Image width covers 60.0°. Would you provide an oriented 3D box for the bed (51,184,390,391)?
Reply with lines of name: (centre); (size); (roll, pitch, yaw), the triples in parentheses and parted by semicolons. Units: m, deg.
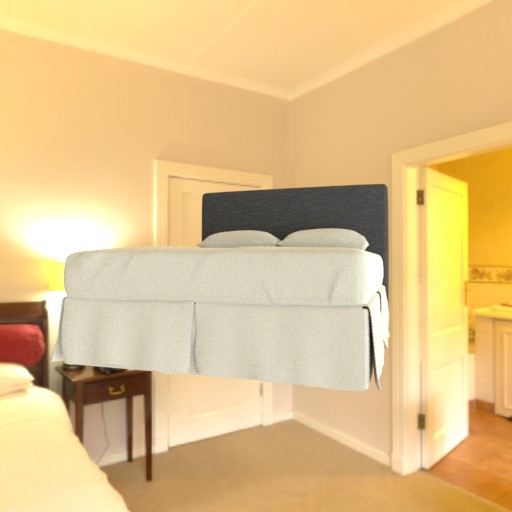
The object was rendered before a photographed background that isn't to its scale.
bed: (0.000, 0.000, 3.307); (1.884, 1.330, 2.142); (0, -1, 18)
